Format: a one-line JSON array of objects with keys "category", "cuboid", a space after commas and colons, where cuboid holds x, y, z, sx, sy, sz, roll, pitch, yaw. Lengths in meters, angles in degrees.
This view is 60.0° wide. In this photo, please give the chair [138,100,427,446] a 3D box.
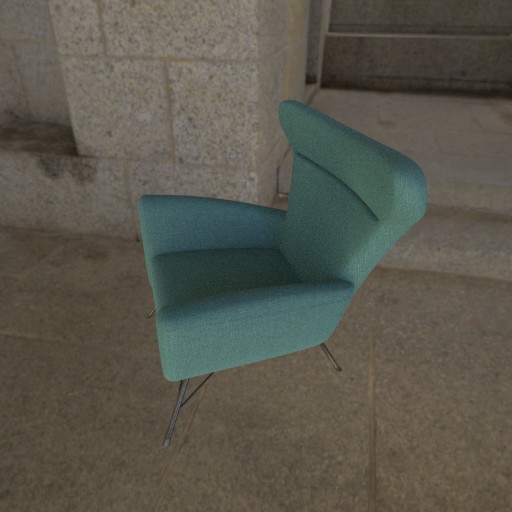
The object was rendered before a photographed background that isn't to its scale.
[{"category": "chair", "cuboid": [0.000, 0.000, 1.728, 0.900, 0.980, 1.050, -8, 31, -14]}]
